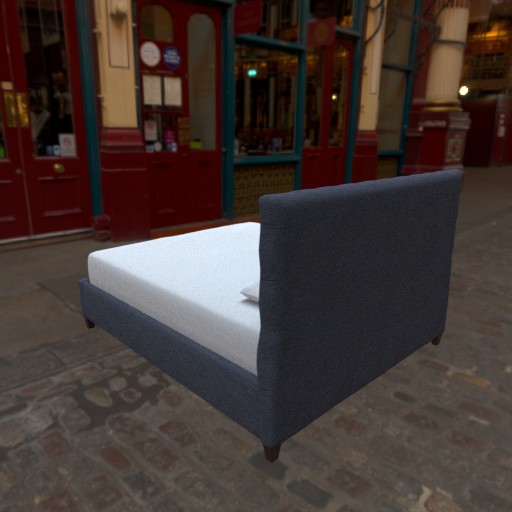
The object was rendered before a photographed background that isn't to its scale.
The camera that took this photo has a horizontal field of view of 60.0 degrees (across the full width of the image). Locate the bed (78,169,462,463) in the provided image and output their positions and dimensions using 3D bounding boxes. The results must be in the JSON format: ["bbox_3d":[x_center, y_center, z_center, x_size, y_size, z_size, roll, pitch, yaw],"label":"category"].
[{"bbox_3d":[0.000,0.000,3.642,2.078,1.427,2.387,-15,21,-42],"label":"bed"}]
